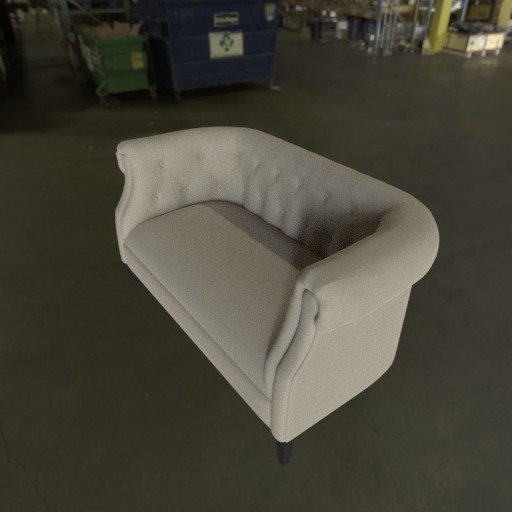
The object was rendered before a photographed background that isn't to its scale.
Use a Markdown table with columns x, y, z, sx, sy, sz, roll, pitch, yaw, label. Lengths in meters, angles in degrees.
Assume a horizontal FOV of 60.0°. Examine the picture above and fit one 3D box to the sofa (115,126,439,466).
| x | y | z | sx | sy | sz | roll | pitch | yaw | label |
| --- | --- | --- | --- | --- | --- | --- | --- | --- | --- |
| 0.000 | 0.000 | 2.048 | 0.835 | 0.827 | 1.558 | -22 | 39 | -30 | sofa |
